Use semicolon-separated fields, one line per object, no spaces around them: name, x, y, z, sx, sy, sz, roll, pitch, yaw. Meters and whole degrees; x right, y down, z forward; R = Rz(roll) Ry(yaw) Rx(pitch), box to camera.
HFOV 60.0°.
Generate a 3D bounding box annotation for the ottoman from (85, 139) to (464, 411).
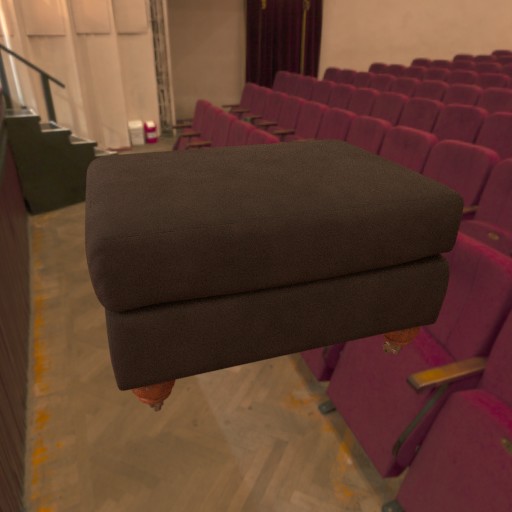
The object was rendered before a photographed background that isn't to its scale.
ottoman;0.000;0.000;1.132;0.773;0.497;0.574;-8;28;-16
